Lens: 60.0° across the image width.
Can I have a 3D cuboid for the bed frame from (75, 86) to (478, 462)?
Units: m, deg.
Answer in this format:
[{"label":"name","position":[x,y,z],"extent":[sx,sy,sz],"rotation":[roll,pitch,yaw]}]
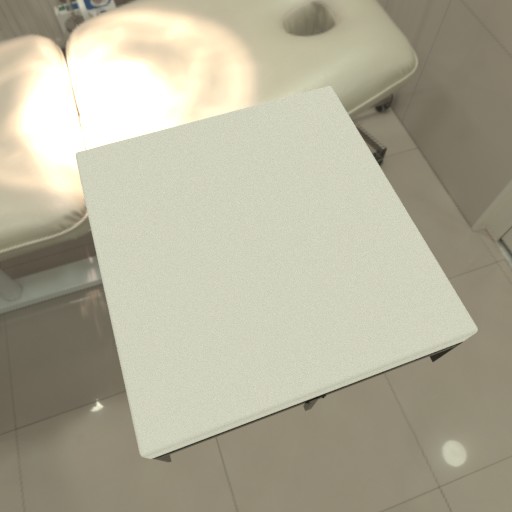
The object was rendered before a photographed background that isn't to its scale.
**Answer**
[{"label":"bed frame","position":[0.000,0.000,3.076],"extent":[1.963,0.659,2.079],"rotation":[-18,64,-9]}]
